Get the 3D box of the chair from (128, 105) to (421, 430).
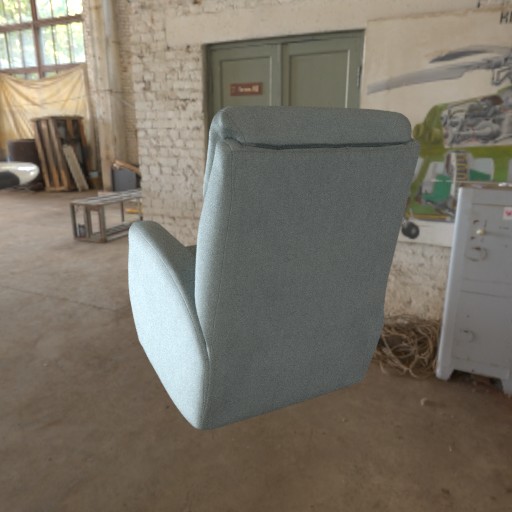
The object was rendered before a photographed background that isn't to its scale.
[{"bbox_3d":[0.000,0.000,1.639,0.794,1.016,0.940,-8,17,-26],"label":"chair"}]
